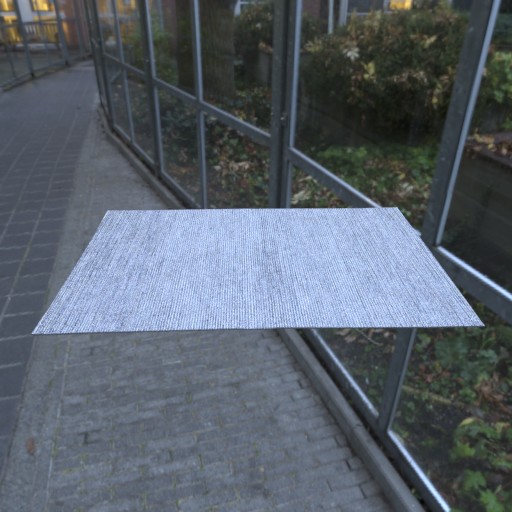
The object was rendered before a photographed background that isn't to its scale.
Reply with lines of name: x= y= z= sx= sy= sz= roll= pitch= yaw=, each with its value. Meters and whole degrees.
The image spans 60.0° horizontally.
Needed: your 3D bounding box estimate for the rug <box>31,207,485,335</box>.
rug: x=0.000 y=0.000 z=2.229 sx=1.789 sy=0.021 sz=1.159 roll=-1 pitch=30 yaw=-1
